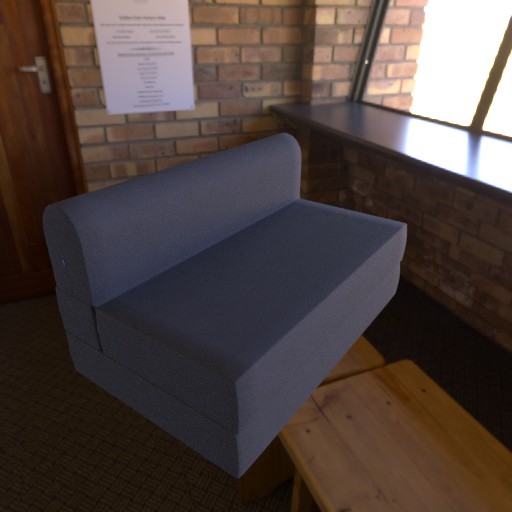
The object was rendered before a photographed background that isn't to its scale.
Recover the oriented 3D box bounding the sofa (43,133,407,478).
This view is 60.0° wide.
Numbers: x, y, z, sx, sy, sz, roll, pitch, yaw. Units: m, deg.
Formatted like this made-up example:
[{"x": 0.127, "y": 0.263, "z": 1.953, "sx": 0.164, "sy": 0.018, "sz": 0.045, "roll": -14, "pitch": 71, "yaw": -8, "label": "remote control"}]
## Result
[{"x": 0.000, "y": 0.000, "z": 1.685, "sx": 0.762, "sy": 0.660, "sz": 1.219, "roll": 18, "pitch": 32, "yaw": 32, "label": "sofa"}]
